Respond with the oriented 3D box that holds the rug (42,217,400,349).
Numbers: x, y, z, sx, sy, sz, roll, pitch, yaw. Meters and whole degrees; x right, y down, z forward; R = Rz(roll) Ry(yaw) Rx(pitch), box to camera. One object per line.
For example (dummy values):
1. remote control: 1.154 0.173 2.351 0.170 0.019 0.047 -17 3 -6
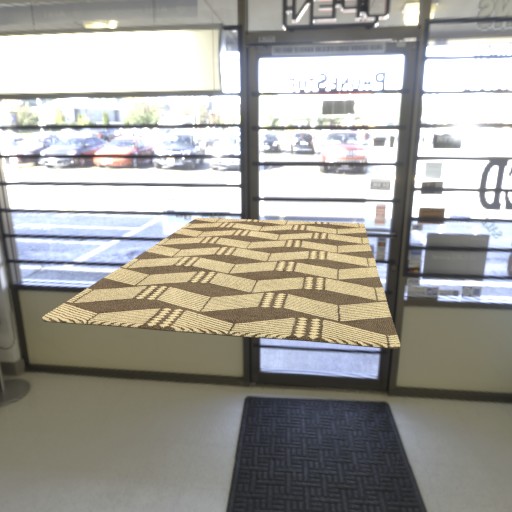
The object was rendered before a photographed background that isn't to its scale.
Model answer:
1. rug: 0.000 0.000 2.309 1.210 0.016 1.833 3 16 9
